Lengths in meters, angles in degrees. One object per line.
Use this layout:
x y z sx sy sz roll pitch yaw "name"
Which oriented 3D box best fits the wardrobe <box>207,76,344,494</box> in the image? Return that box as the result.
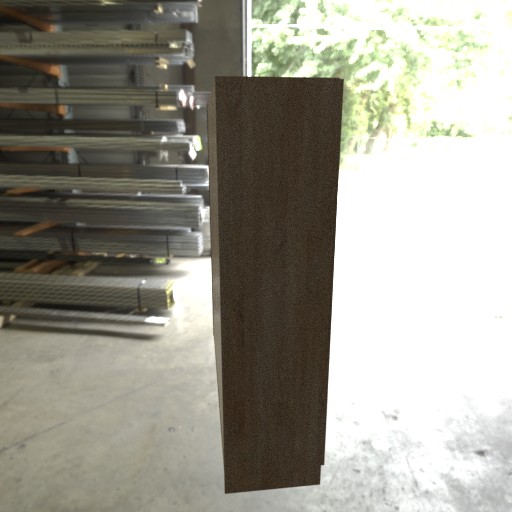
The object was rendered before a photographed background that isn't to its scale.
0.000 0.000 3.145 0.598 2.159 1.998 -2 16 -7 "wardrobe"
